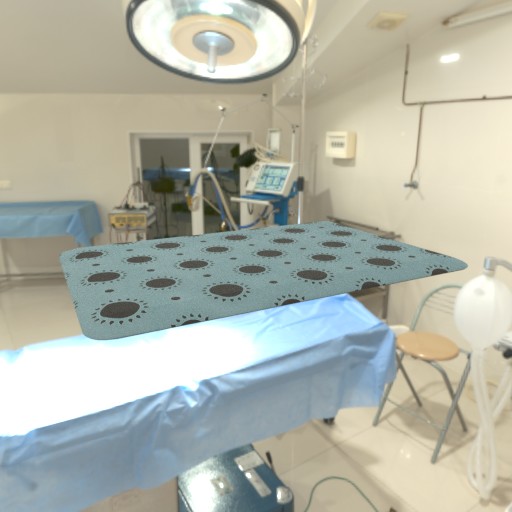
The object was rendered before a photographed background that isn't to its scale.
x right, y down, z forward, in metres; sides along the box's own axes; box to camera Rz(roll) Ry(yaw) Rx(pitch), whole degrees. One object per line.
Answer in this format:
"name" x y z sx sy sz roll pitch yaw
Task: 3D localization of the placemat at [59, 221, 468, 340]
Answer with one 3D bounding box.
"placemat" 0.000 0.000 0.963 0.762 0.021 0.508 -8 18 -26
